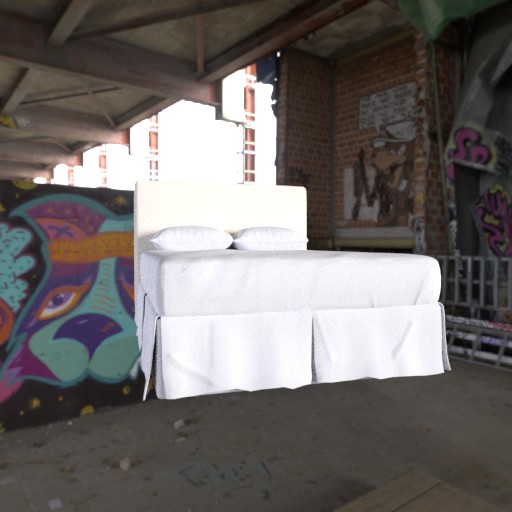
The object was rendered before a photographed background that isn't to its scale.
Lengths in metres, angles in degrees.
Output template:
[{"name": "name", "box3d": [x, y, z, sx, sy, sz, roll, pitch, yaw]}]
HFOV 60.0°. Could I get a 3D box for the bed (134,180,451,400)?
[{"name": "bed", "box3d": [0.000, 0.000, 3.254, 1.713, 1.330, 2.142, 0, 2, -17]}]
